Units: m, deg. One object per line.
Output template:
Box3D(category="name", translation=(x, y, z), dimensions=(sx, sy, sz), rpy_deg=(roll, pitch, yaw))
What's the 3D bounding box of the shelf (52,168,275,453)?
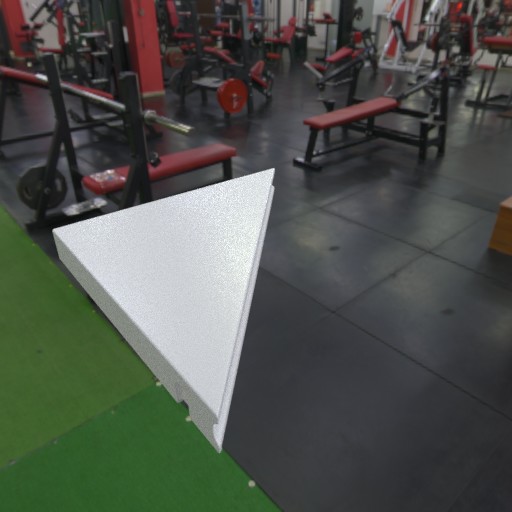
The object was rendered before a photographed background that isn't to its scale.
Box3D(category="shelf", translation=(0.000, 0.000, 0.438), dimensions=(0.296, 0.035, 0.296), rpy_deg=(-22, 37, -32))
